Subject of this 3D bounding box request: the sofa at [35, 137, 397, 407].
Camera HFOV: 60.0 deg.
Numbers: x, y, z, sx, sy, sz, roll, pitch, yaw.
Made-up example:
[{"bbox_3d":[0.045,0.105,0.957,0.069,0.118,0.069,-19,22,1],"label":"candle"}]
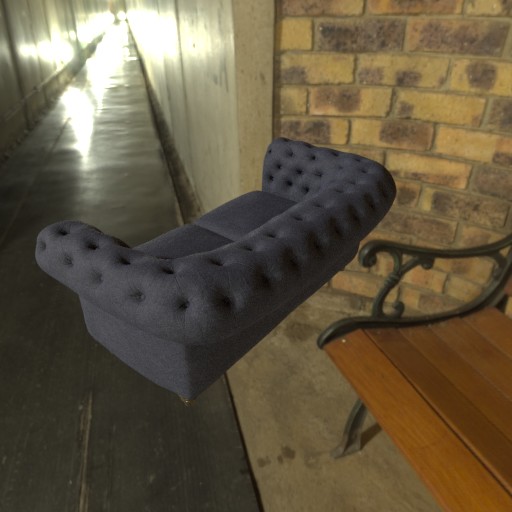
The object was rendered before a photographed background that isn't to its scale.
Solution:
[{"bbox_3d":[0.000,0.000,2.535,1.082,0.833,1.988,21,37,32],"label":"sofa"}]
